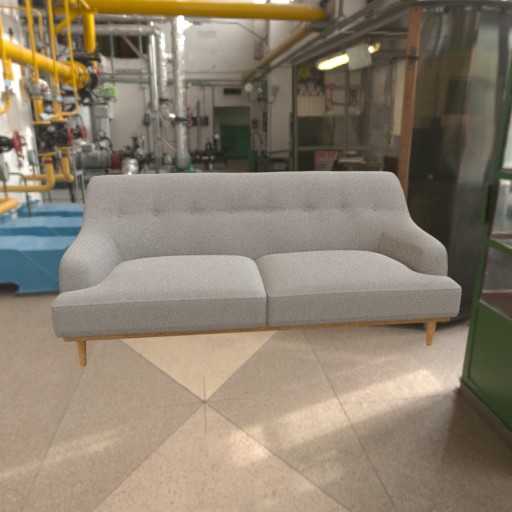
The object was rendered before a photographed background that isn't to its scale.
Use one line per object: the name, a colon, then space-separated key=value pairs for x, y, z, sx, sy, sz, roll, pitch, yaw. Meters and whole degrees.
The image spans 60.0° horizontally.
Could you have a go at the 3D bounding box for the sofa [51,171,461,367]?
sofa: x=0.000 y=0.000 z=2.590 sx=2.057 sy=0.871 sz=0.978 roll=-2 pitch=17 yaw=-6
